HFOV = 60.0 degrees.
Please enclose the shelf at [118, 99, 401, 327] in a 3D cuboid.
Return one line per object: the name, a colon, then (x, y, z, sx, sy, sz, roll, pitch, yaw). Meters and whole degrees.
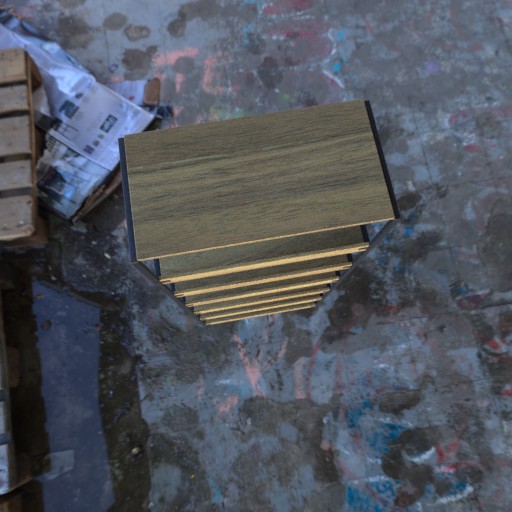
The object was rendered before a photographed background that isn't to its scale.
shelf: (0.000, 0.000, 2.381, 0.847, 2.015, 0.431, -9, 76, -2)
